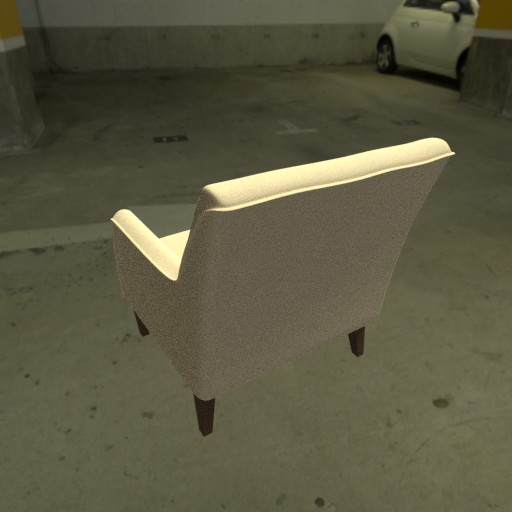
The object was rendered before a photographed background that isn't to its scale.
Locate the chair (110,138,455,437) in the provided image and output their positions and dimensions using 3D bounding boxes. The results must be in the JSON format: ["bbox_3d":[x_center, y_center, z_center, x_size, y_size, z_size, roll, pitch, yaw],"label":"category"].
[{"bbox_3d":[0.000,0.000,1.596,0.780,0.919,0.899,-18,34,-29],"label":"chair"}]
